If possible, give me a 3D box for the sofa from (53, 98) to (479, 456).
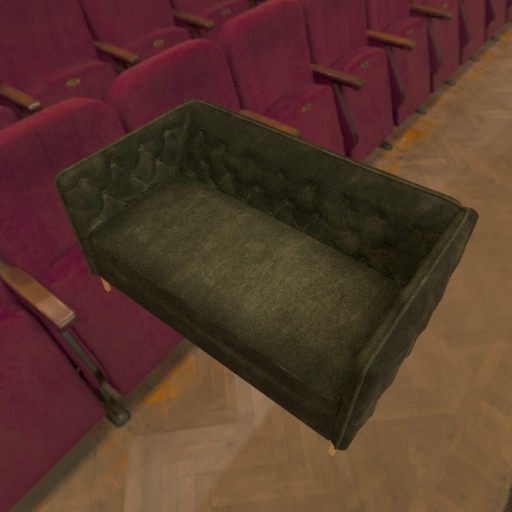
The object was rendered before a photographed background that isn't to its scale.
[{"bbox_3d":[0.000,0.000,2.039,1.537,0.768,0.895,29,53,25],"label":"sofa"}]
